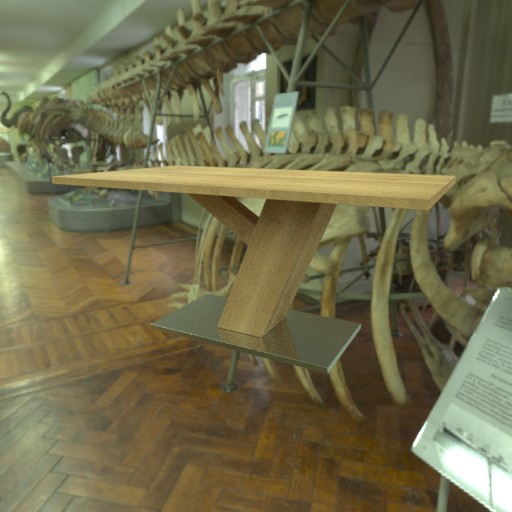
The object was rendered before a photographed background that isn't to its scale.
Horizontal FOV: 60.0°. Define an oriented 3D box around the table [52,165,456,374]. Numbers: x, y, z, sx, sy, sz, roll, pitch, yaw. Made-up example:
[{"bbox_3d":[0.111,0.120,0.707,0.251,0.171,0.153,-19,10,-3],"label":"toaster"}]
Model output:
[{"bbox_3d":[0.000,0.000,2.107,1.600,0.750,0.900,8,17,27],"label":"table"}]
